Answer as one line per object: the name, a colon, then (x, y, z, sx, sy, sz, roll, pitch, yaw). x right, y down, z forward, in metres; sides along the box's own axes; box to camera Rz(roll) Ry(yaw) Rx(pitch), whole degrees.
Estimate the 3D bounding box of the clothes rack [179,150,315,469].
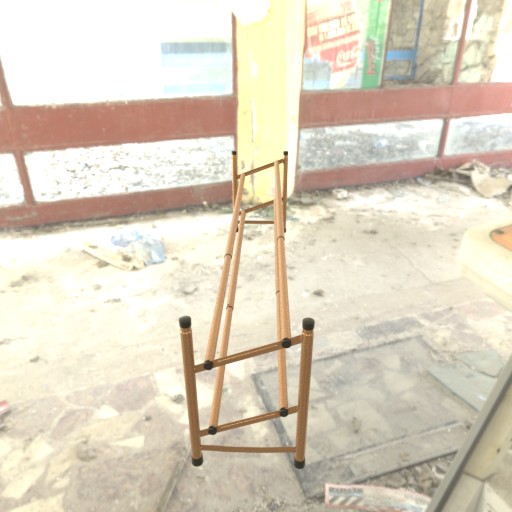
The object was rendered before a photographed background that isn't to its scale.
clothes rack: (0.000, 0.000, 1.320, 0.229, 0.349, 1.168, 1, 27, 1)
